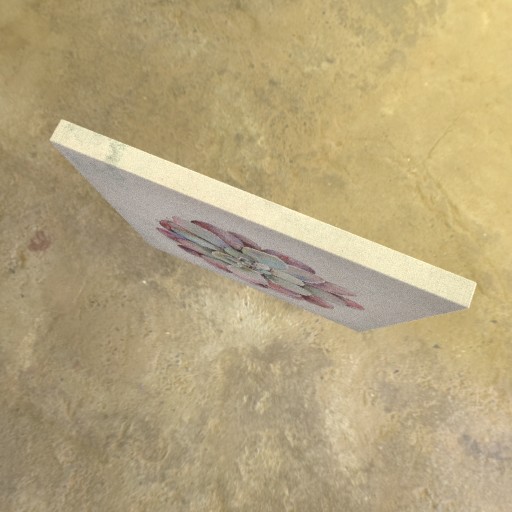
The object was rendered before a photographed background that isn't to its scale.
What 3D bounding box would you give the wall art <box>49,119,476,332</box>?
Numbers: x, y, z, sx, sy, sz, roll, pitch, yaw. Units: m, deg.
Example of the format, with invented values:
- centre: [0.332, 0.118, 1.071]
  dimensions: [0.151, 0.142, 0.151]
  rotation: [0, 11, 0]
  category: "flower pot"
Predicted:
- centre: [0.000, 0.000, 0.888]
  dimensions: [0.605, 0.605, 0.044]
  rotation: [22, 78, 5]
  category: "wall art"
